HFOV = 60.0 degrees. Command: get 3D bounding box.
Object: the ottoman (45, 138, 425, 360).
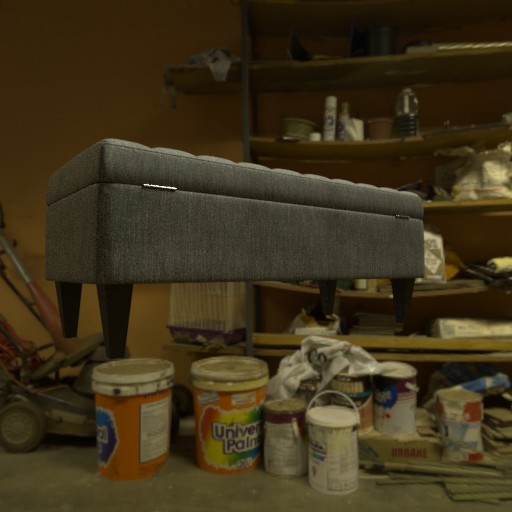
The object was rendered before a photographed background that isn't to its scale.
[{"bbox_3d":[0.000,0.000,1.405,1.151,0.469,0.482,1,-2,-37],"label":"ottoman"}]
